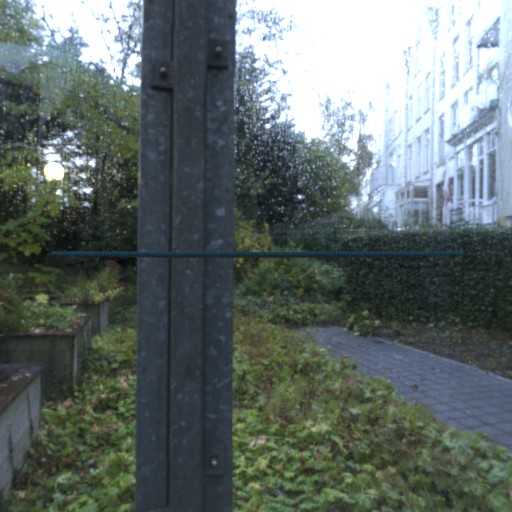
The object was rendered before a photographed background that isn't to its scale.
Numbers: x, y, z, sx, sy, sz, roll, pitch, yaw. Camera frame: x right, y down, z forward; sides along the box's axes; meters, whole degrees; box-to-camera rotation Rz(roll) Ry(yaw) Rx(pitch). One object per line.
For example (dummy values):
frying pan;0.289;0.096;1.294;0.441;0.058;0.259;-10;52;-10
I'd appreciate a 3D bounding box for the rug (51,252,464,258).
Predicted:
rug;0.000;0.000;2.816;1.594;0.013;2.213;0;-1;-1
